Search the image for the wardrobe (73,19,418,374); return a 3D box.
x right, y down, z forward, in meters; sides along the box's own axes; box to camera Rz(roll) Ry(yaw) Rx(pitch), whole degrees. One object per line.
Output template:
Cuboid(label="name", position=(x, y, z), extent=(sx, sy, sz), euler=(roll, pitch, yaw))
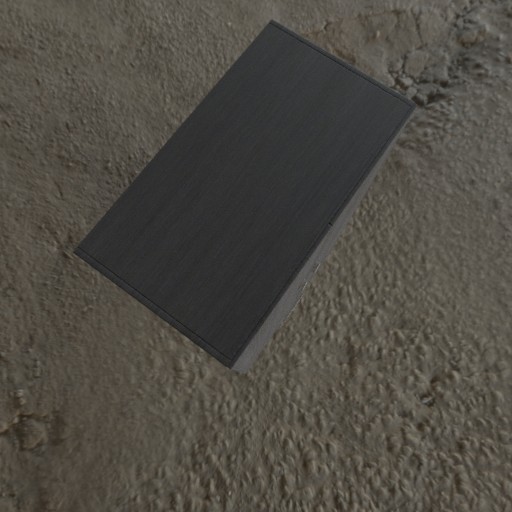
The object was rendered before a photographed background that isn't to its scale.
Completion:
Cuboid(label="wardrobe", position=(0.000, 0.000, 2.194), extent=(0.577, 1.808, 0.991), euler=(35, 78, 9))
